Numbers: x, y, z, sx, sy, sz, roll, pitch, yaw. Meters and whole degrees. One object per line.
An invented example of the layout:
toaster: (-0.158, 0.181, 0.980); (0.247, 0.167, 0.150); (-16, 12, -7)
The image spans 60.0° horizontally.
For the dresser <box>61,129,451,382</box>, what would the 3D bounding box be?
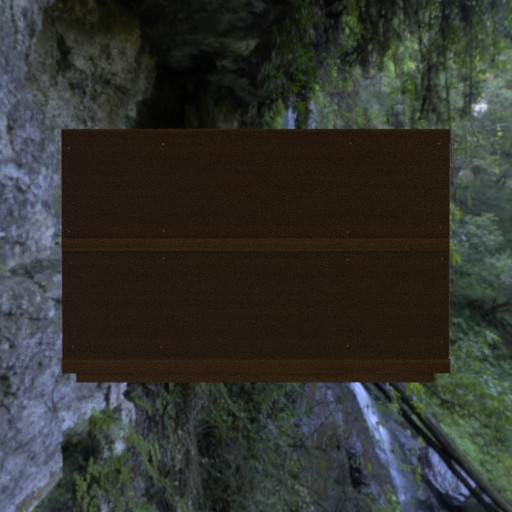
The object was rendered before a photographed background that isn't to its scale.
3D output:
dresser: (0.000, 0.000, 1.663); (1.261, 0.825, 0.479); (0, 1, 0)
